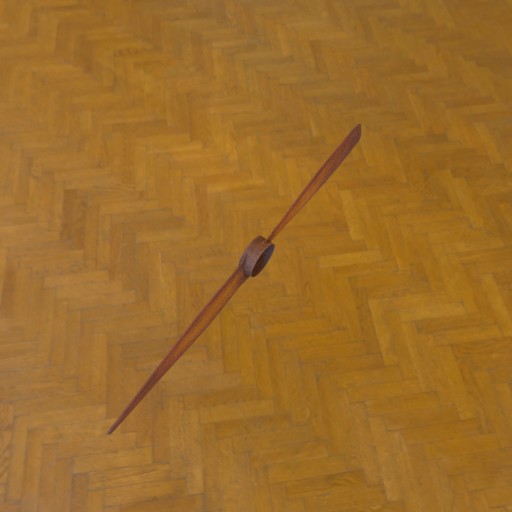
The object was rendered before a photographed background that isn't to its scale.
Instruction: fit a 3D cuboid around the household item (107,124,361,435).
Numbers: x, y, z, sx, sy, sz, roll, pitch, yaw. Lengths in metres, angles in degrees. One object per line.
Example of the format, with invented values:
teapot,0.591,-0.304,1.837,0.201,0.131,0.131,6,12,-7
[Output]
household item,0.000,0.000,1.269,0.051,0.121,1.181,33,68,16
